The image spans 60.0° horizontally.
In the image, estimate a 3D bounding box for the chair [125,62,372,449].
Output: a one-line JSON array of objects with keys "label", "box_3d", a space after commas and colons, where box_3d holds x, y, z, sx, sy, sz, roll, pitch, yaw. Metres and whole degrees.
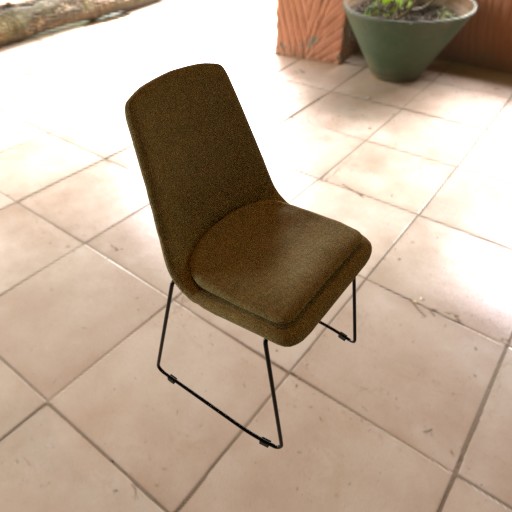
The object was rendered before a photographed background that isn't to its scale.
[{"label": "chair", "box_3d": [0.000, 0.000, 1.161, 0.496, 0.849, 0.479, 26, 47, 26]}]
